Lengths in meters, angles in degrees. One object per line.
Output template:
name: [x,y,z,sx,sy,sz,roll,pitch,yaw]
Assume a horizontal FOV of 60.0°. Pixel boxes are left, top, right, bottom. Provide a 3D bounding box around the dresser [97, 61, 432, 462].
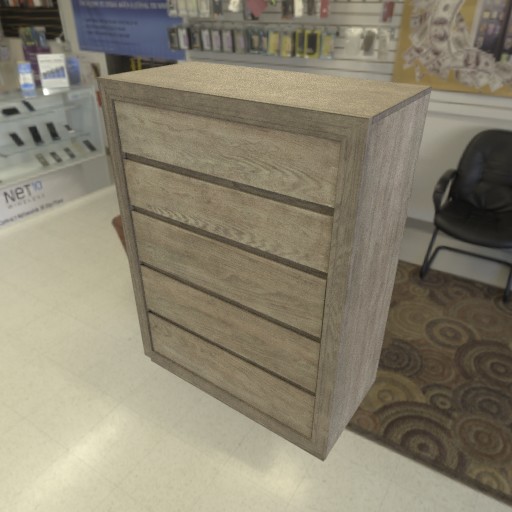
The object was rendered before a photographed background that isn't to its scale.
dresser: [0.000,0.000,1.745,0.967,1.295,0.483,20,36,29]
